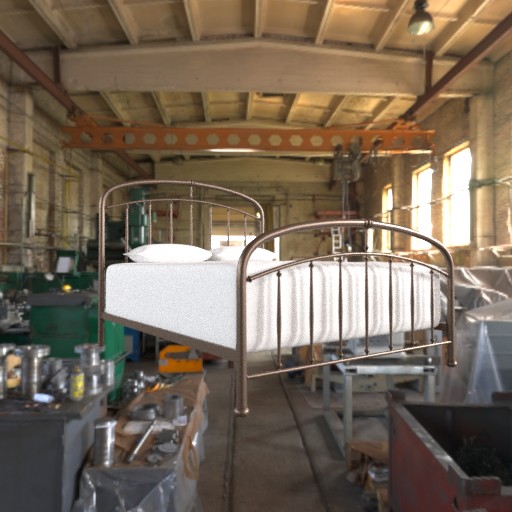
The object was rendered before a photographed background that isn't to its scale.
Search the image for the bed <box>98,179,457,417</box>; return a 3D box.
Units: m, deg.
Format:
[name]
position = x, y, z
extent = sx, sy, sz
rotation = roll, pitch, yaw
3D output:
[bed]
position = 0.000, 0.000, 3.296
extent = 1.711, 1.475, 2.168
rotation = 1, -2, -35
